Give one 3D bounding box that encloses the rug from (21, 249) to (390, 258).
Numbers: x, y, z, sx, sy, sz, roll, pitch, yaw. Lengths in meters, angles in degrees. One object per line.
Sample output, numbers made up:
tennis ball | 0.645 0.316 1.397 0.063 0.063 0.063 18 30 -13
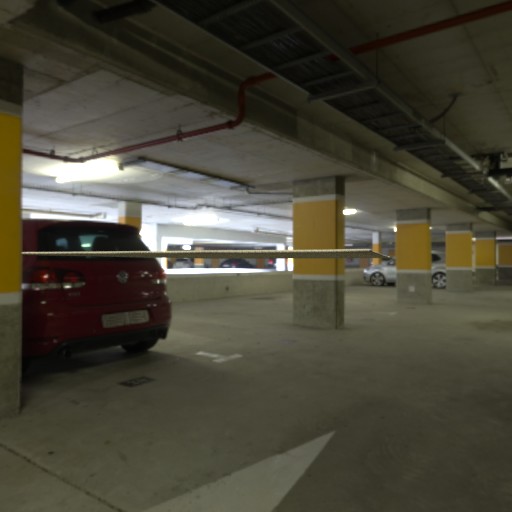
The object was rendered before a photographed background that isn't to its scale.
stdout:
rug | 0.000 0.000 4.372 2.436 0.026 3.381 0 -1 18
